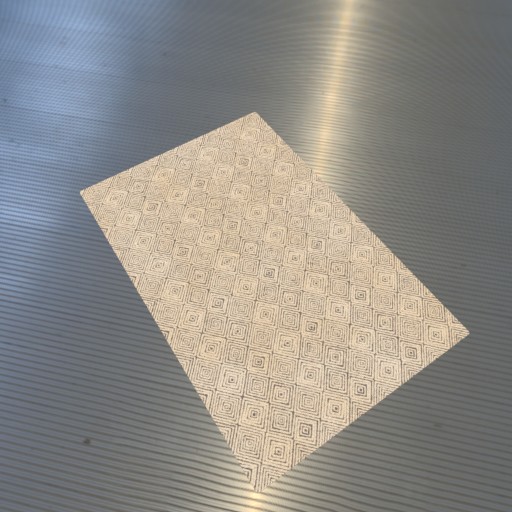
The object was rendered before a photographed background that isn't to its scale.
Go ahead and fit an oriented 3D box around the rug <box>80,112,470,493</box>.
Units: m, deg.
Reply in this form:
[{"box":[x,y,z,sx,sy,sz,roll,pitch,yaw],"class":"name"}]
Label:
[{"box":[0.000,0.000,2.252,1.175,0.008,1.783,-30,63,-17],"class":"rug"}]
